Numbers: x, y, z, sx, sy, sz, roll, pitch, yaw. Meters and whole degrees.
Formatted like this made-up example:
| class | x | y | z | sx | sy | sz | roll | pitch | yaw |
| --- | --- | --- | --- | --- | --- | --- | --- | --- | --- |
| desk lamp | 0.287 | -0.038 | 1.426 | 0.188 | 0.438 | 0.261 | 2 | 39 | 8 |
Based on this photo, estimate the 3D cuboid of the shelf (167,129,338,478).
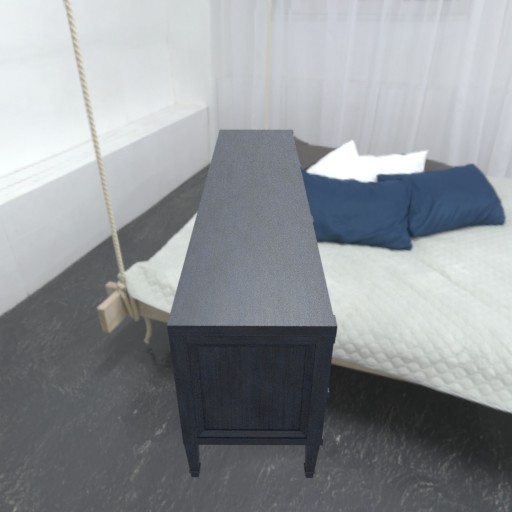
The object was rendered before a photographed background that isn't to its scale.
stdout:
| class | x | y | z | sx | sy | sz | roll | pitch | yaw |
| --- | --- | --- | --- | --- | --- | --- | --- | --- | --- |
| shelf | 0.000 | 0.000 | 2.187 | 0.471 | 0.715 | 1.878 | 0 | 32 | 0 |
